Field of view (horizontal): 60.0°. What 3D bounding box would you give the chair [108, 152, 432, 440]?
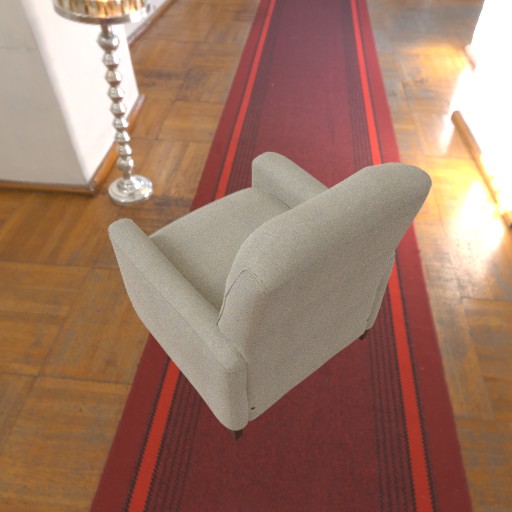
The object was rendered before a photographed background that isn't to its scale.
[{"bbox_3d":[0.000,0.000,1.677,0.850,1.006,0.853,-30,54,-26],"label":"chair"}]
